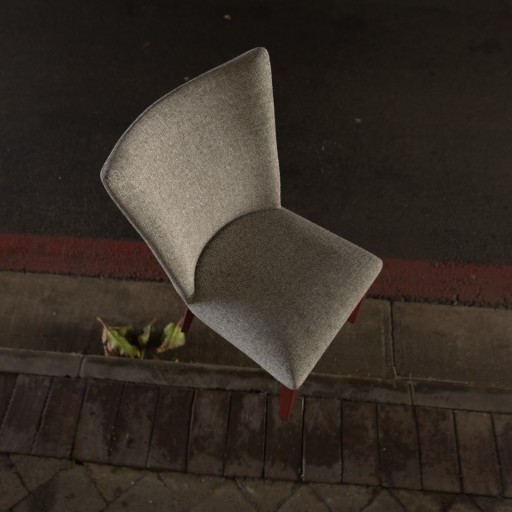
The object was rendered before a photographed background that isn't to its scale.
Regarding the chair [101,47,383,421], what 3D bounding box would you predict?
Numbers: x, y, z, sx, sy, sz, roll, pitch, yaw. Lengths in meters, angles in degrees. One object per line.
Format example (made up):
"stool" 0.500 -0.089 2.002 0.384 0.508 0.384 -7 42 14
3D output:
"chair" 0.000 0.000 1.304 0.623 0.924 0.535 33 64 18
